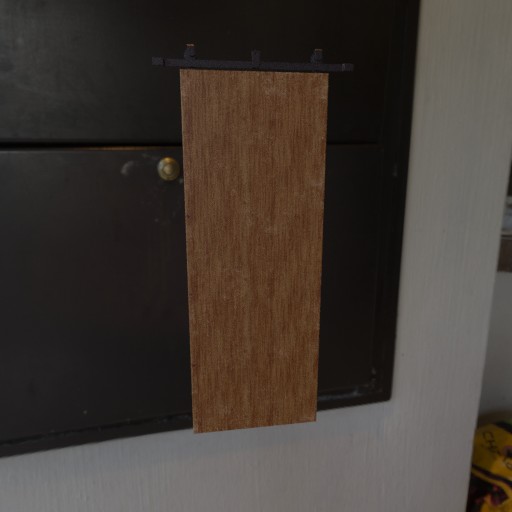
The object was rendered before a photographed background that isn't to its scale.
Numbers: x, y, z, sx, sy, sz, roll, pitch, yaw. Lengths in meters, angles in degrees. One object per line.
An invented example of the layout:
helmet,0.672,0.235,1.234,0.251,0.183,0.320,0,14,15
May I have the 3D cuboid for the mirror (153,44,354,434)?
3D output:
mirror,0.000,0.000,2.057,0.847,1.793,0.042,-2,14,-9
